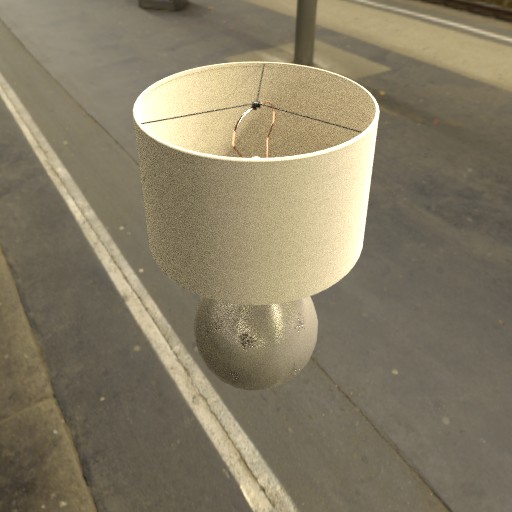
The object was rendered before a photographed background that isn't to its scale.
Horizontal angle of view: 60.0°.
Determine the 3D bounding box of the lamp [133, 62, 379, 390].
[{"bbox_3d":[0.000,0.000,0.733,0.330,0.521,0.330,0,41,0],"label":"lamp"}]
